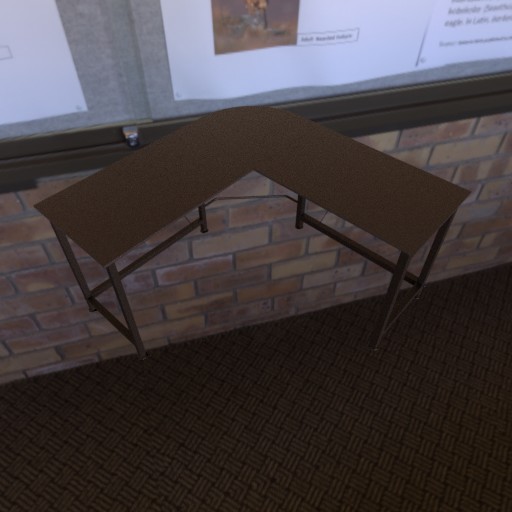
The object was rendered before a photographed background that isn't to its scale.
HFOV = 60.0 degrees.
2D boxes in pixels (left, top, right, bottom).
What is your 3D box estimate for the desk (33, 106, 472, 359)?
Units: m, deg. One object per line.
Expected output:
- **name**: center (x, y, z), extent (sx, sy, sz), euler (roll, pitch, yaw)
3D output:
- **desk**: center (0.000, 0.000, 2.276), extent (1.400, 0.762, 1.400), euler (34, 55, 27)
